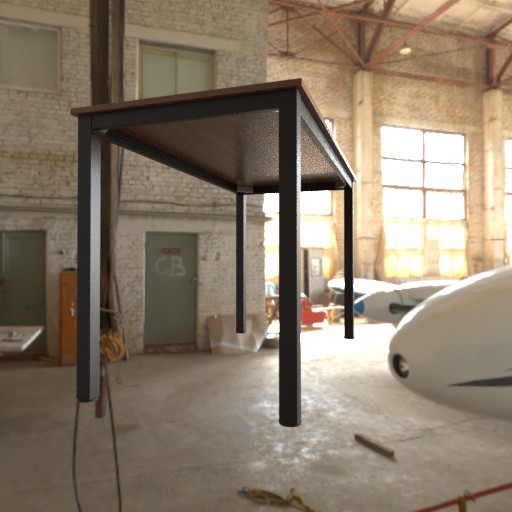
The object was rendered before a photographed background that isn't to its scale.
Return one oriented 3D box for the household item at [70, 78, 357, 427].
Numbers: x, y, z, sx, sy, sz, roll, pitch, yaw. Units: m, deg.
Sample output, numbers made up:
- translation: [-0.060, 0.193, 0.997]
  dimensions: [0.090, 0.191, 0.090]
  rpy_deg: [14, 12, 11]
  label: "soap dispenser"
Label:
- translation: [0.000, 0.000, 1.599]
  dimensions: [0.600, 0.750, 1.200]
  rpy_deg: [0, -1, 18]
  label: "household item"
